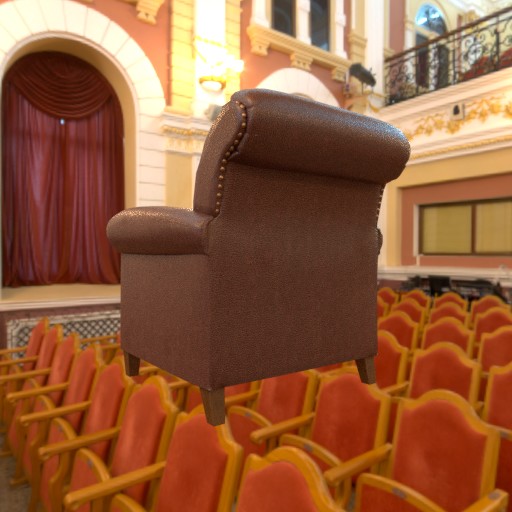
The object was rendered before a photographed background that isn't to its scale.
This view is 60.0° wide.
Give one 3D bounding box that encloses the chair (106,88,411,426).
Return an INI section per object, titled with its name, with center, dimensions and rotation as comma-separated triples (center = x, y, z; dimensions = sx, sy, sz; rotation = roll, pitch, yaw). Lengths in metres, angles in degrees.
[chair]
center = 0.000, 0.000, 1.631
dimensions = 0.854, 0.927, 0.890
rotation = 0, 0, -37
